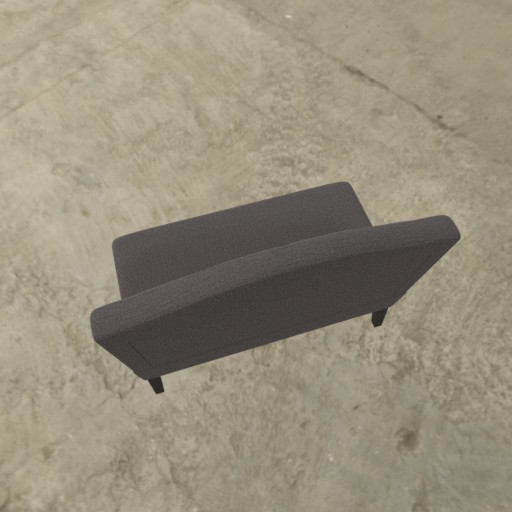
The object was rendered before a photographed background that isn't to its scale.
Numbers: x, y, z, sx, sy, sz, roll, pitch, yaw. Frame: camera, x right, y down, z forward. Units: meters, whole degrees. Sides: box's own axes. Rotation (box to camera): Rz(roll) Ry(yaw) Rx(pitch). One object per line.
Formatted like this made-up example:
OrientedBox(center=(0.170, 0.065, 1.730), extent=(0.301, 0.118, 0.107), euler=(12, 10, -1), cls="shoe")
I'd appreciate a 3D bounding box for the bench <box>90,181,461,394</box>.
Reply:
OrientedBox(center=(0.000, 0.000, 2.066), extent=(1.335, 1.180, 0.815), euler=(-15, 61, -9), cls="bench")
